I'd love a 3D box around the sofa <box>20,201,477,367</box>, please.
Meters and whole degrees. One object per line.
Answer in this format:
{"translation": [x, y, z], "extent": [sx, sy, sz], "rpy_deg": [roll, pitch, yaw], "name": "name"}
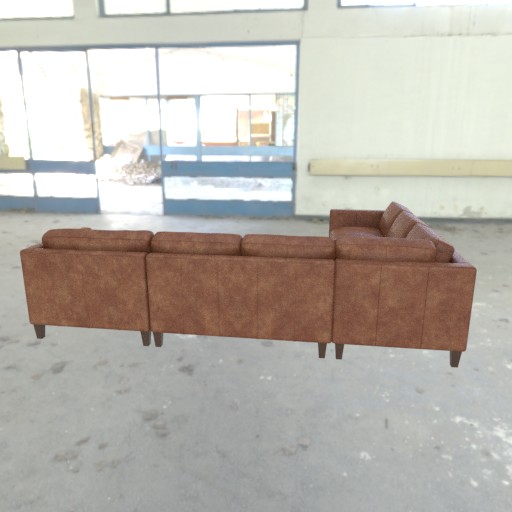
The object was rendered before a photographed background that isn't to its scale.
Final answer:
{"translation": [0.000, 0.000, 4.404], "extent": [3.324, 0.888, 2.452], "rpy_deg": [2, 15, 8], "name": "sofa"}
